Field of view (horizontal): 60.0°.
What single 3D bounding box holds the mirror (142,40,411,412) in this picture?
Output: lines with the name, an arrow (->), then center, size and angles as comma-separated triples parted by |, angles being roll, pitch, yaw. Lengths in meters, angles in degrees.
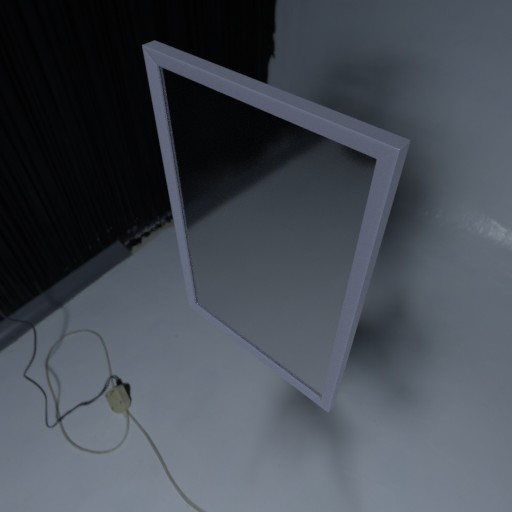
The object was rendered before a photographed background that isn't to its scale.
mirror -> 0.000, 0.000, 1.148 | 0.609, 0.915, 0.040 | 32, 54, 27
